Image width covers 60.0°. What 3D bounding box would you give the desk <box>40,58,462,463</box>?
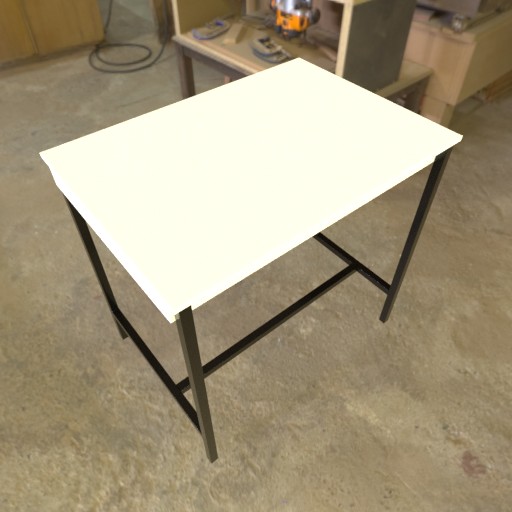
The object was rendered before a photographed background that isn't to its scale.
[{"bbox_3d":[0.000,0.000,1.317,0.811,0.766,0.573,-31,54,-26],"label":"desk"}]
